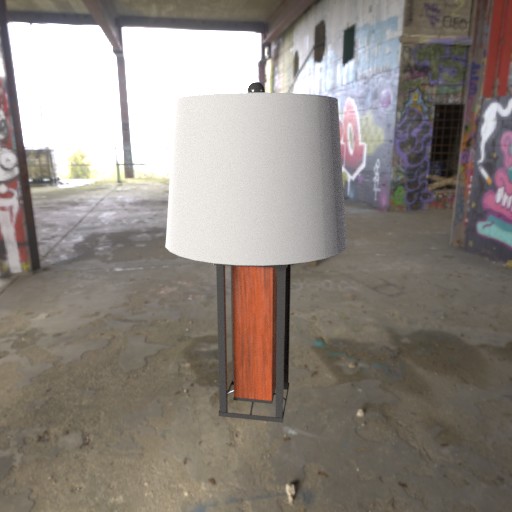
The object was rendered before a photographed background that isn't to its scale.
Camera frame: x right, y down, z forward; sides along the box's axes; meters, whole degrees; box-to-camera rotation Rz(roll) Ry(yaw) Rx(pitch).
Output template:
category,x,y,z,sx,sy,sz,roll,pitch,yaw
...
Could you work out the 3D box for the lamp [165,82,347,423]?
category,x,y,z,sx,sy,sz,roll,pitch,yaw
lamp,0.000,0.000,0.802,0.320,0.591,0.320,0,15,0
